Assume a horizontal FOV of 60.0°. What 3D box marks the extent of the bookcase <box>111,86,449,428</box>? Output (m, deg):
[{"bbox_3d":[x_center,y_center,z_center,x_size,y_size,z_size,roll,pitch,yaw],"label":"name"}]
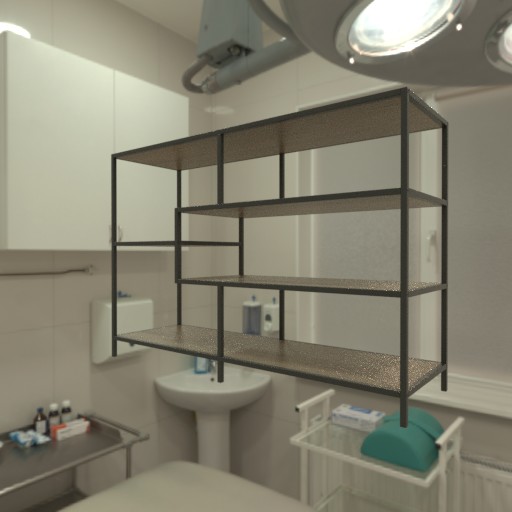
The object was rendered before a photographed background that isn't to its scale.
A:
[{"bbox_3d":[0.000,0.000,1.497,1.140,0.780,0.350,0,1,38],"label":"bookcase"}]
